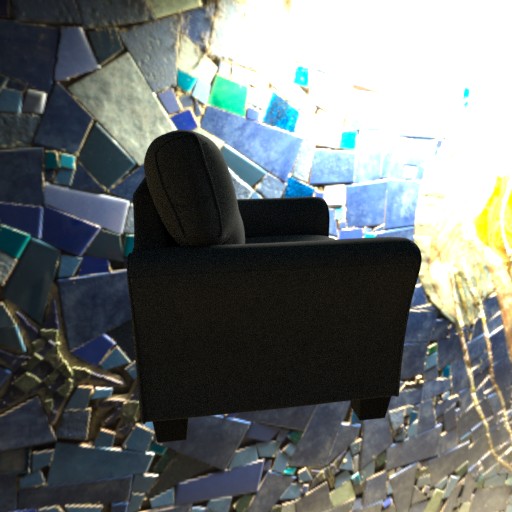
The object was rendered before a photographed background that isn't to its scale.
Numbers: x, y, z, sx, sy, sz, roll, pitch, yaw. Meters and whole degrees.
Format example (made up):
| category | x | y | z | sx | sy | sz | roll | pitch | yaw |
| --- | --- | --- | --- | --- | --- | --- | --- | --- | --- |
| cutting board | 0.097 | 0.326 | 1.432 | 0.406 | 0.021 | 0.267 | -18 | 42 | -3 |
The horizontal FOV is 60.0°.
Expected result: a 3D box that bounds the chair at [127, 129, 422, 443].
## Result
| category | x | y | z | sx | sy | sz | roll | pitch | yaw |
| --- | --- | --- | --- | --- | --- | --- | --- | --- | --- |
| chair | 0.000 | 0.000 | 1.625 | 0.816 | 0.890 | 0.941 | -3 | 16 | -9 |
